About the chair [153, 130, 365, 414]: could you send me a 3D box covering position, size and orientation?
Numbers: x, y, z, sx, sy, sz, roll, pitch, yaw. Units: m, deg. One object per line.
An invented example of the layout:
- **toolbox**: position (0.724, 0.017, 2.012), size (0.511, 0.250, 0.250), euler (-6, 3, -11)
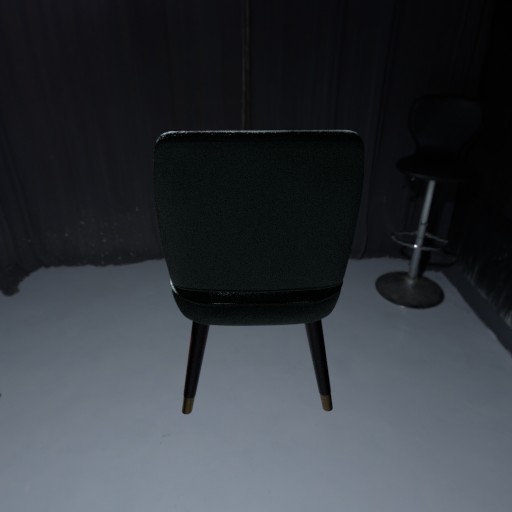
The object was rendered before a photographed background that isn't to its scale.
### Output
- **chair**: position (0.000, 0.000, 1.599), size (0.683, 1.081, 0.794), euler (-1, 30, -1)
